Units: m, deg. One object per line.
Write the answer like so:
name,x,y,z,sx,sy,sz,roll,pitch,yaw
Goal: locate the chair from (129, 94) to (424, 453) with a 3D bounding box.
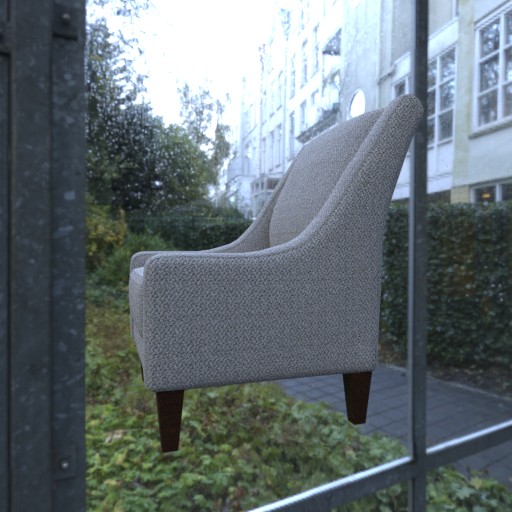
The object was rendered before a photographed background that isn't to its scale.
chair,0.000,0.000,1.600,0.870,1.014,0.774,0,1,-19
